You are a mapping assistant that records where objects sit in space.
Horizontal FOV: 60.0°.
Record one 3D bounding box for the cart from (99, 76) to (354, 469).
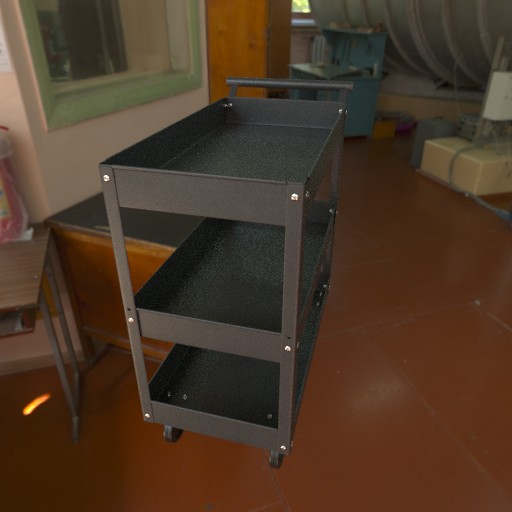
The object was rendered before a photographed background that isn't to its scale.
[{"bbox_3d":[0.000,0.000,1.161,0.366,0.780,0.719,8,30,13],"label":"cart"}]
